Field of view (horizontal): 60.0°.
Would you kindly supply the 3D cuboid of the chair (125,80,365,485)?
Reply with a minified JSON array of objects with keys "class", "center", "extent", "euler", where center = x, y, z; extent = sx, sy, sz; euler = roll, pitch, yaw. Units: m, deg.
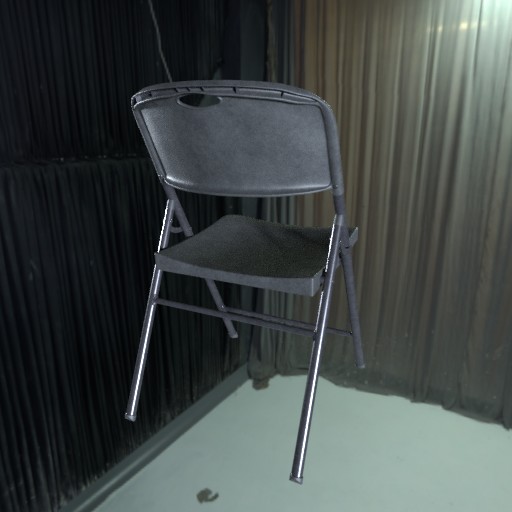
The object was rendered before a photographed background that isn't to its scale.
[{"class":"chair","center":[0.000,0.000,1.159],"extent":[0.494,0.810,0.566],"euler":[8,18,26]}]
